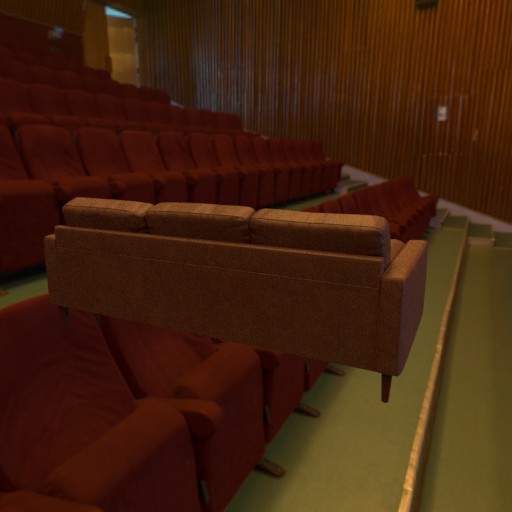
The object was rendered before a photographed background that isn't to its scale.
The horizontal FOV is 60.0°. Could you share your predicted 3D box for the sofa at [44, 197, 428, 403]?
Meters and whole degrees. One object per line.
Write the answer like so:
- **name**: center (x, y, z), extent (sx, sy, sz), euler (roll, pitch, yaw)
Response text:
- **sofa**: center (0.000, 0.000, 3.014), extent (2.185, 0.841, 1.613), euler (6, 15, 25)
